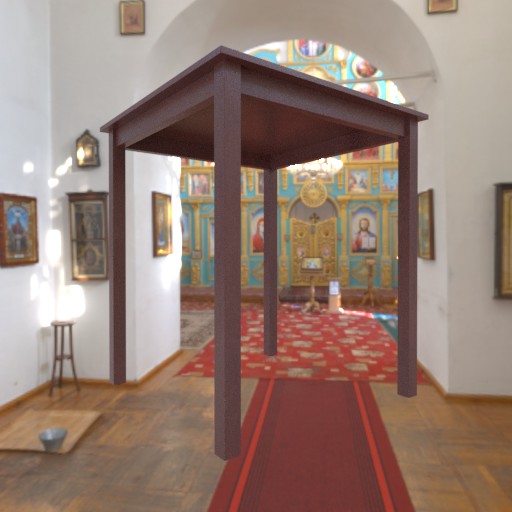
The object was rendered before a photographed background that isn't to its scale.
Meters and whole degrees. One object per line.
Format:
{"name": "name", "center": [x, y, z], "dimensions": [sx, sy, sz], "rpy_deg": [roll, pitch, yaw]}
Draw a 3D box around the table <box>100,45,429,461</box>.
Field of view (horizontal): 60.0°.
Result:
{"name": "table", "center": [0.000, 0.000, 1.636], "dimensions": [0.861, 0.991, 0.861], "rpy_deg": [0, 1, -37]}
